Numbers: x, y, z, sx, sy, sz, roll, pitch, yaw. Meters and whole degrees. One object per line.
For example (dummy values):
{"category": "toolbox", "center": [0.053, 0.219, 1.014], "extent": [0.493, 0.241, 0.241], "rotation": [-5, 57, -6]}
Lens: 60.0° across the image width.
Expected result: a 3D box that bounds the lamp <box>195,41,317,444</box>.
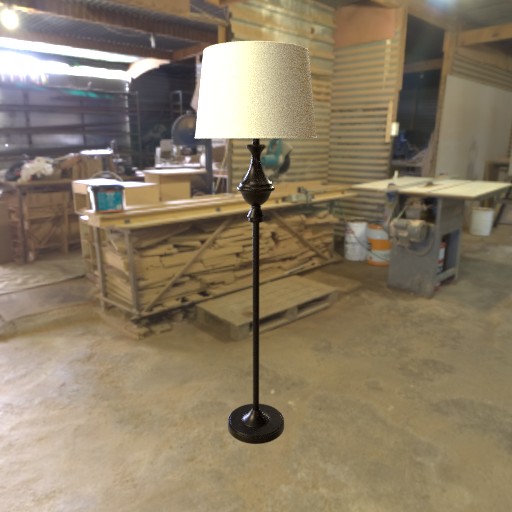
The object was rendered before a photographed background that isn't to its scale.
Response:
{"category": "lamp", "center": [0.000, 0.000, 1.686], "extent": [0.431, 1.484, 0.431], "rotation": [0, 15, 0]}
